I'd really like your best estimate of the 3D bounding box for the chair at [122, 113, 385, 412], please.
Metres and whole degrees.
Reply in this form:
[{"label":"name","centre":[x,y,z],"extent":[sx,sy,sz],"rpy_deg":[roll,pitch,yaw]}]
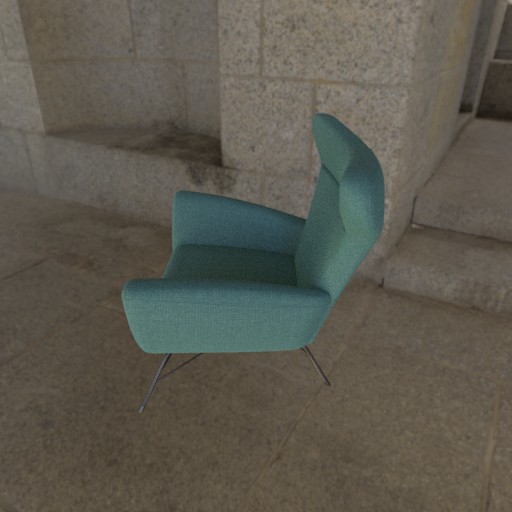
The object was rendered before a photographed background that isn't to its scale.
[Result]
[{"label":"chair","centre":[0.000,0.000,1.811],"extent":[0.900,0.980,1.050],"rpy_deg":[1,27,1]}]
